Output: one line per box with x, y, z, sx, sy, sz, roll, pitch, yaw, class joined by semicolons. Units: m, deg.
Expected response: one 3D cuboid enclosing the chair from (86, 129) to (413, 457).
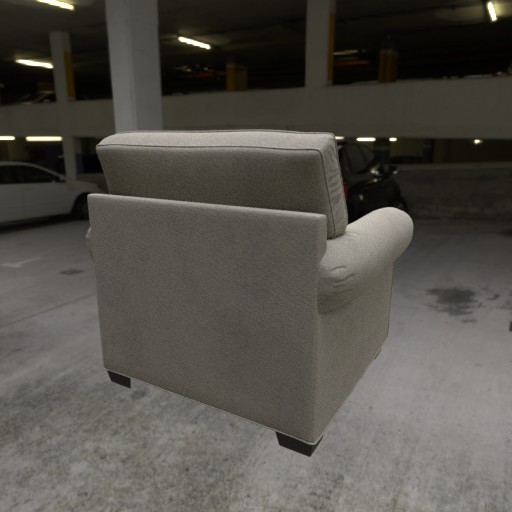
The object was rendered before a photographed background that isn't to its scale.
0.000;0.000;1.921;1.147;1.044;0.939;9;17;29;chair
